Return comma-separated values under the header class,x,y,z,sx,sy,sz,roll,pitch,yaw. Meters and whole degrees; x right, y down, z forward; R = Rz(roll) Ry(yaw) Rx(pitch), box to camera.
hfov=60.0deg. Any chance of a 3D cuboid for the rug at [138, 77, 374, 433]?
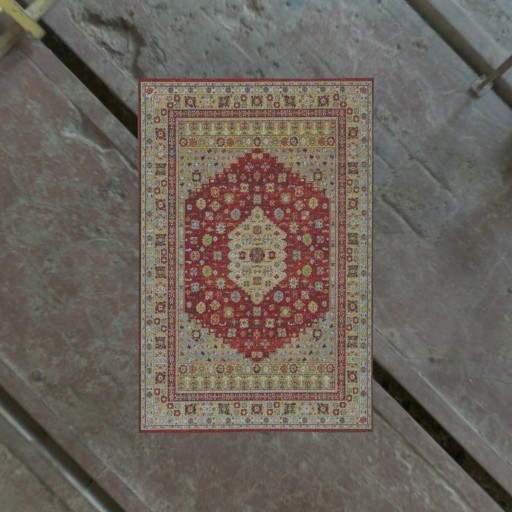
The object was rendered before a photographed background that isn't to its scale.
class,x,y,z,sx,sy,sz,roll,pitch,yaw
rug,0.000,0.000,2.250,1.194,0.013,1.802,0,91,0
